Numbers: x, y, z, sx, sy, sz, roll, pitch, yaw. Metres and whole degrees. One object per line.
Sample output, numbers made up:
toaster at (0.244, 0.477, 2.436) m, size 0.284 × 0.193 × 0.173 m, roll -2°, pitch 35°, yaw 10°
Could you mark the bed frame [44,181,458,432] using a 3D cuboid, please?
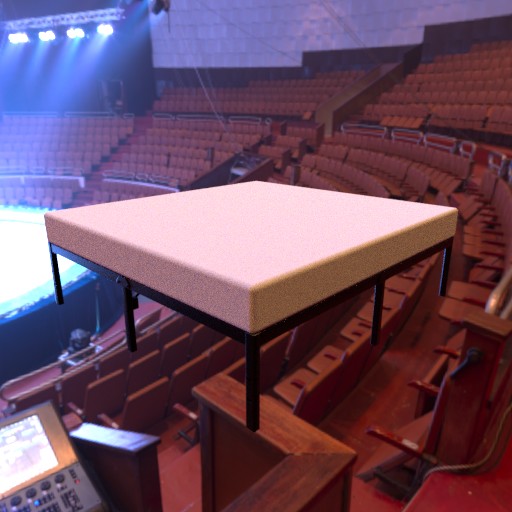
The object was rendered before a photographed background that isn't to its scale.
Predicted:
bed frame at (0.000, 0.000, 3.113) m, size 1.963 × 0.659 × 2.079 m, roll 16°, pitch 24°, yaw 41°
